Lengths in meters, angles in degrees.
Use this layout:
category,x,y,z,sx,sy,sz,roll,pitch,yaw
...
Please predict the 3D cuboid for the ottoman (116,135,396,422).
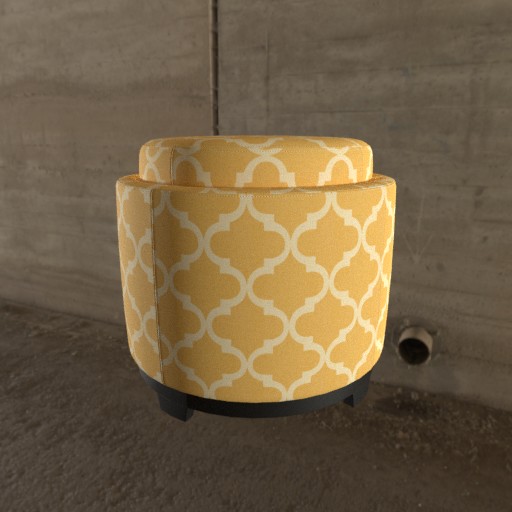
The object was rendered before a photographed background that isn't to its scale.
category,x,y,z,sx,sy,sz,roll,pitch,yaw
ottoman,0.000,0.000,0.818,0.480,0.429,0.480,0,15,0
